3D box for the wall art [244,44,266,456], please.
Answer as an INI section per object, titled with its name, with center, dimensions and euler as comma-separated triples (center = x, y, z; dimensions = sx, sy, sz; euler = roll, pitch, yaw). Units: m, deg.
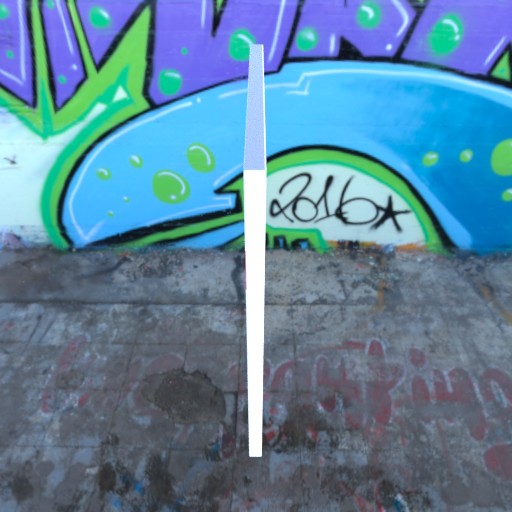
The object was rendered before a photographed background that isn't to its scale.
[wall art]
center = 0.000, 0.000, 1.637
dimensions = 0.046, 1.221, 0.914
euler = 0, 40, 0
